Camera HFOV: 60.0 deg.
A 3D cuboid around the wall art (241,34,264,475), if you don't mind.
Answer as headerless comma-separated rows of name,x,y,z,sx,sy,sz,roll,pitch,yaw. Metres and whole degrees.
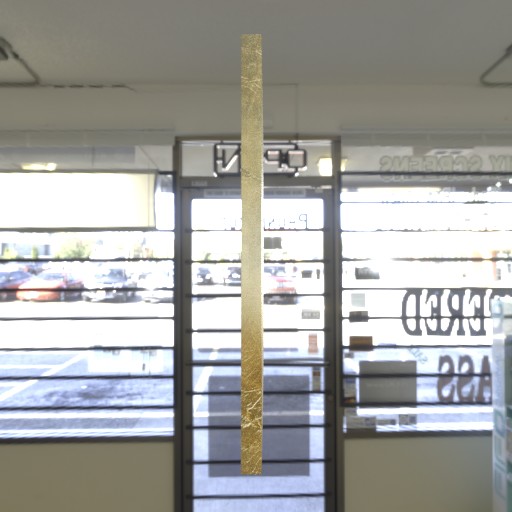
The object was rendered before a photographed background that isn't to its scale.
wall art,0.000,0.000,1.645,0.051,1.091,1.092,0,-1,1
